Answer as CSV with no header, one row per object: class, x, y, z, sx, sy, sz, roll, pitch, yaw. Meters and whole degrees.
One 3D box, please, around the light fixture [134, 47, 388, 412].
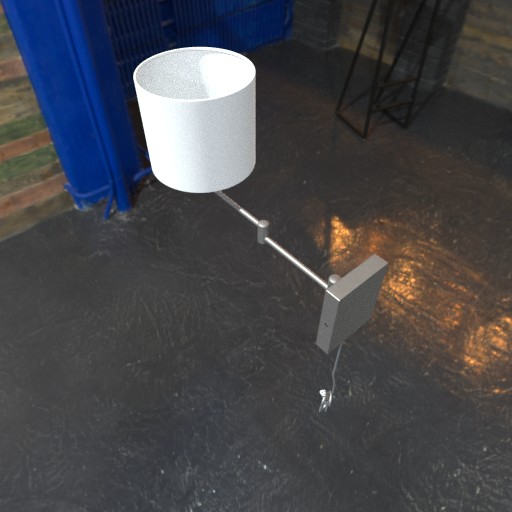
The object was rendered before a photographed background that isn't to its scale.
light fixture,0.000,0.000,0.900,0.203,0.651,0.516,-32,54,-27
